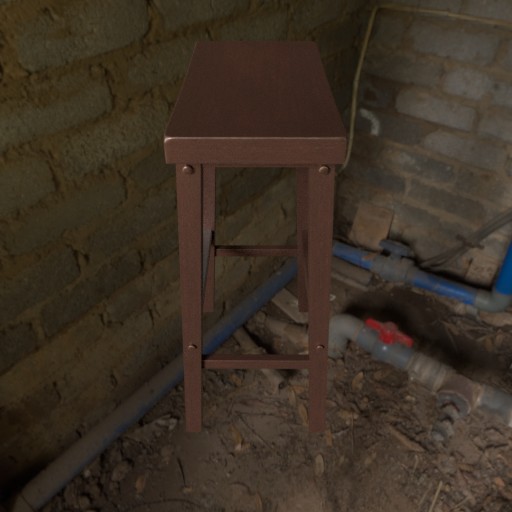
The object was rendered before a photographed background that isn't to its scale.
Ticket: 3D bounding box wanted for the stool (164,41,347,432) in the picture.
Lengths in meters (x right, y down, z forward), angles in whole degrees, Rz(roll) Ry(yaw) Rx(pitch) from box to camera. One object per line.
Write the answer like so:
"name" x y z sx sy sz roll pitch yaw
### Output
"stool" 0.000 0.000 0.942 0.322 0.742 0.406 0 41 0
